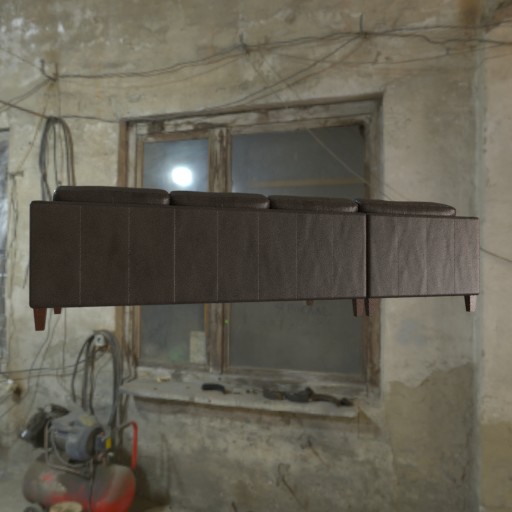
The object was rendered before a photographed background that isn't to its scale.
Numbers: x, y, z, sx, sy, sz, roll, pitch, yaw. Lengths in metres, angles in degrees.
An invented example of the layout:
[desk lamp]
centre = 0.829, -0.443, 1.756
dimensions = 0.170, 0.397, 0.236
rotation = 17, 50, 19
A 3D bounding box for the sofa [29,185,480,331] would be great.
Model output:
[sofa]
centre = 0.000, 0.000, 3.742
dimensions = 3.203, 0.883, 1.581
rotation = 0, -1, -18
